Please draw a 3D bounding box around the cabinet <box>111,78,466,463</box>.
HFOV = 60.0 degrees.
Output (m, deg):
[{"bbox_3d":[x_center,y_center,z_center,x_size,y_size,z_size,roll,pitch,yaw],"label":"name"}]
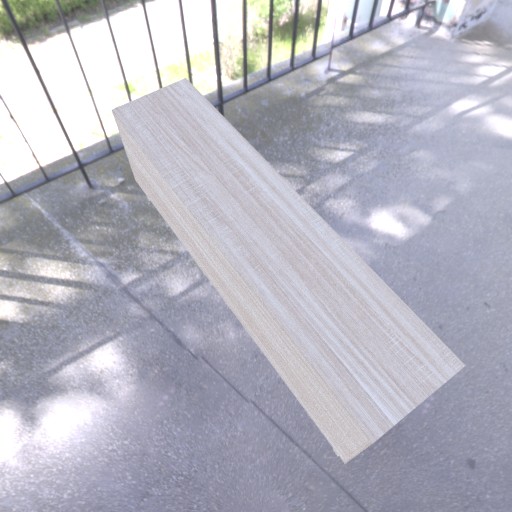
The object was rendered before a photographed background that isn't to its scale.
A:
[{"bbox_3d":[0.000,0.000,2.500,0.500,0.780,2.200,-31,63,-18],"label":"cabinet"}]
